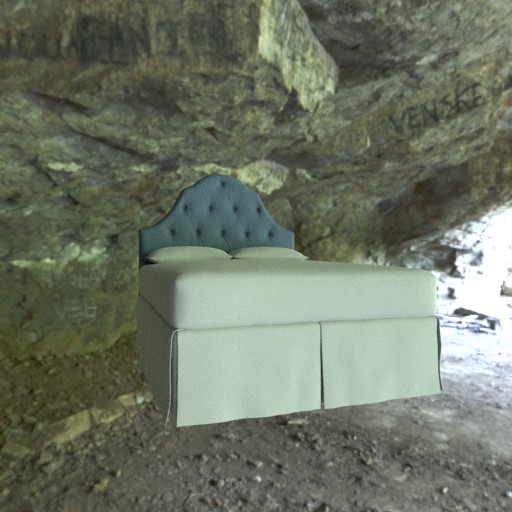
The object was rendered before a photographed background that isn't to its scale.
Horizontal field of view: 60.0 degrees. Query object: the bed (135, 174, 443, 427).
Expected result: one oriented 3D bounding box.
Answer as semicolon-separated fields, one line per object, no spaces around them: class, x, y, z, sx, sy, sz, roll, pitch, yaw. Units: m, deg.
bed;0.000;0.000;3.287;1.636;1.575;2.155;0;0;-19
